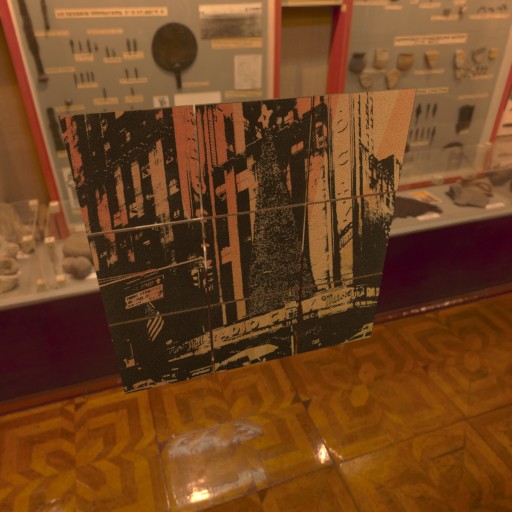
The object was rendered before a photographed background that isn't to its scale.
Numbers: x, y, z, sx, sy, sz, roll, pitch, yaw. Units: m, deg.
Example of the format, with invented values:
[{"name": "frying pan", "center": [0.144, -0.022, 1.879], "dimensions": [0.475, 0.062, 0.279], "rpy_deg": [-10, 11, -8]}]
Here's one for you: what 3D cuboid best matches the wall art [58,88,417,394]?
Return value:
[{"name": "wall art", "center": [0.000, 0.000, 1.784], "dimensions": [1.216, 1.216, 0.013], "rpy_deg": [-10, 34, -14]}]
